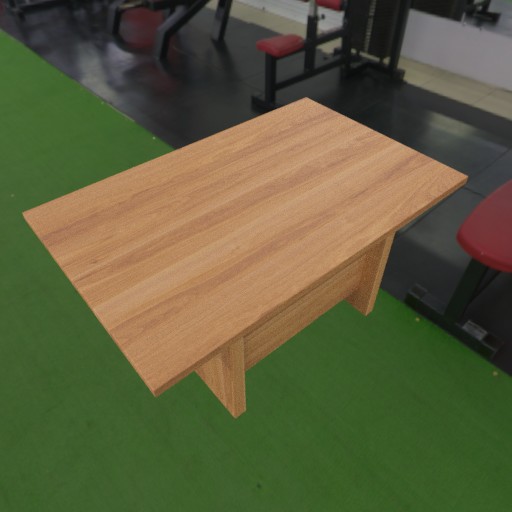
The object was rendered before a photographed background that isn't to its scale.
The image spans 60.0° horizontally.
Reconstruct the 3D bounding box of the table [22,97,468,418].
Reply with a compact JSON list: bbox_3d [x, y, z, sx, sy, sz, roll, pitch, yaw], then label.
[{"bbox_3d":[0.000,0.000,1.464,1.100,0.510,0.700,-31,52,-27],"label":"table"}]
